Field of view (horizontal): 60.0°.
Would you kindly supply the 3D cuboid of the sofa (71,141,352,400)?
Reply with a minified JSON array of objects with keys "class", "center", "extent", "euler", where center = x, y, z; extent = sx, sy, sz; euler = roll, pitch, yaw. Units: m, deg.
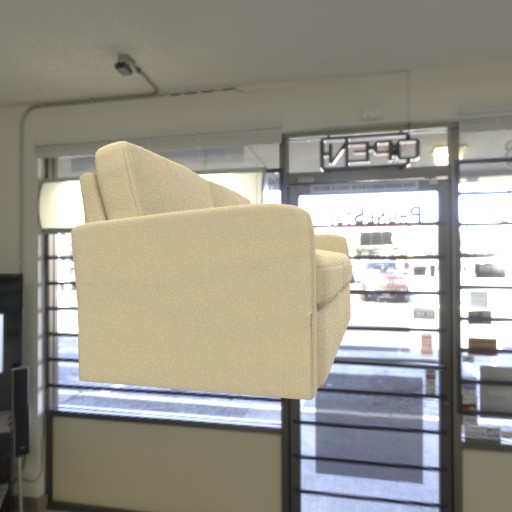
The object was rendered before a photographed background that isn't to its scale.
[{"class":"sofa","center":[0.000,0.000,2.237],"extent":[0.894,0.831,1.808],"euler":[0,0,15]}]
